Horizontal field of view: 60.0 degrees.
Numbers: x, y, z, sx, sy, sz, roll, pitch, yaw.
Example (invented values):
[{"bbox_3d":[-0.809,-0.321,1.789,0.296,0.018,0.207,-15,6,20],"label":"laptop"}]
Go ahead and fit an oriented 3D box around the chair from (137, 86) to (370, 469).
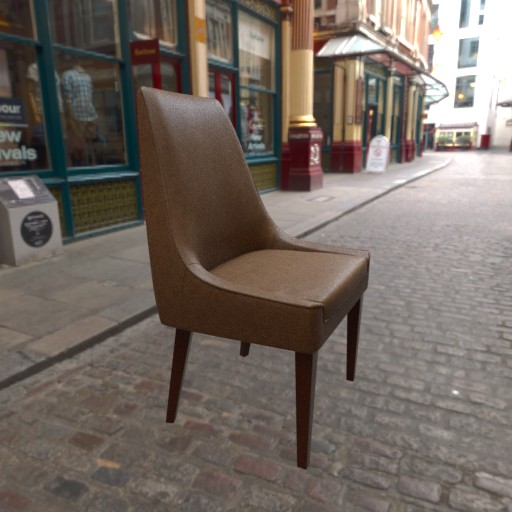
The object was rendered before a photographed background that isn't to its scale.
[{"bbox_3d":[0.000,0.000,1.208,0.544,0.861,0.529,7,16,25],"label":"chair"}]
